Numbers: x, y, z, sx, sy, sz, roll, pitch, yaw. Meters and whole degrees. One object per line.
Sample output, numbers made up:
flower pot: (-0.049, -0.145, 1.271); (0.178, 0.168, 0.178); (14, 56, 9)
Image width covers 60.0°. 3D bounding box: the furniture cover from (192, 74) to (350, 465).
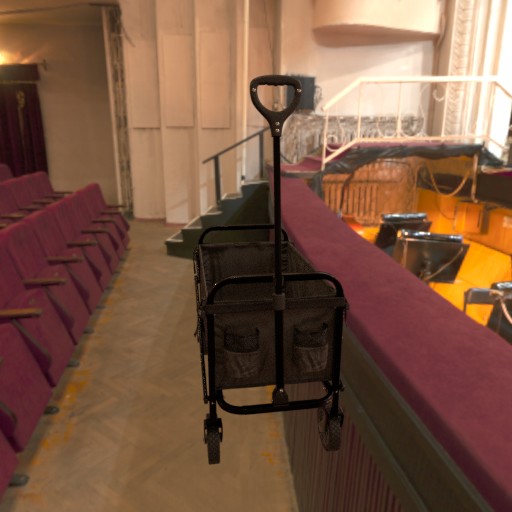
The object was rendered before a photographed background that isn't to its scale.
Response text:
furniture cover: (0.000, 0.000, 1.815); (0.532, 1.295, 1.038); (-2, 15, -9)
